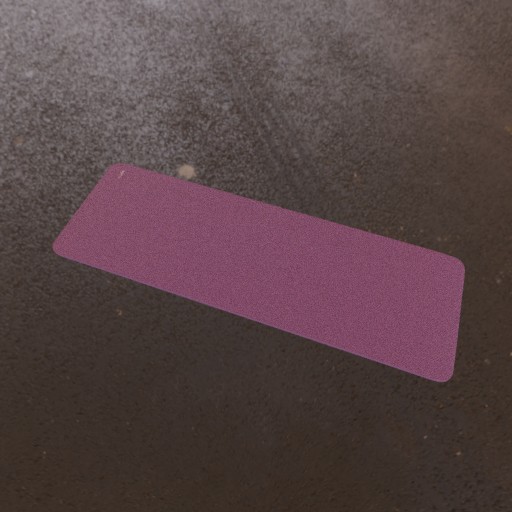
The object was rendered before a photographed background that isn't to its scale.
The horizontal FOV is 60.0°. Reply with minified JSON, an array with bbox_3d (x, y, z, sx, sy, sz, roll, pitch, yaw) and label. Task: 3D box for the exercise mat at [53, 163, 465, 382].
[{"bbox_3d":[0.000,0.000,2.080,1.869,0.021,0.616,17,59,10],"label":"exercise mat"}]
